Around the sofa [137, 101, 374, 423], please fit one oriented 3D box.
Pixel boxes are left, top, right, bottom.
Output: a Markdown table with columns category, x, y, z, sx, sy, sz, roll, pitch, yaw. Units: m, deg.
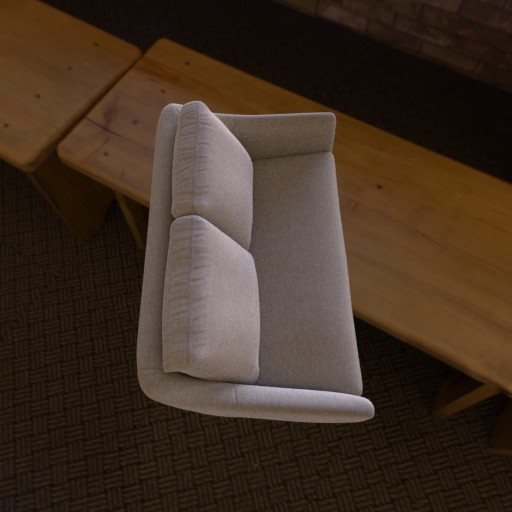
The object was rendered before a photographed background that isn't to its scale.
| category | x | y | z | sx | sy | sz | roll | pitch | yaw |
| --- | --- | --- | --- | --- | --- | --- | --- | --- | --- |
| sofa | 0.000 | 0.000 | 2.266 | 0.960 | 0.904 | 1.619 | -1 | 65 | -1 |
